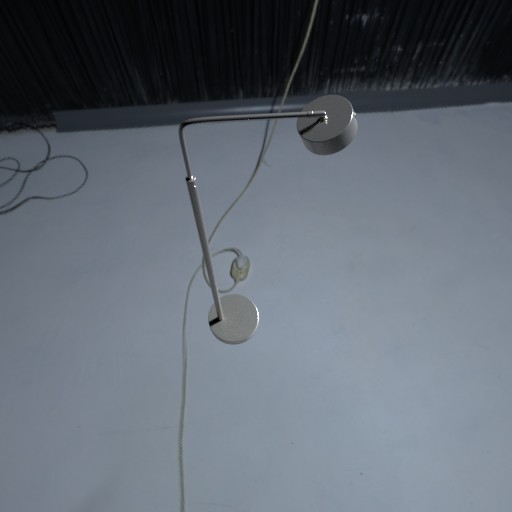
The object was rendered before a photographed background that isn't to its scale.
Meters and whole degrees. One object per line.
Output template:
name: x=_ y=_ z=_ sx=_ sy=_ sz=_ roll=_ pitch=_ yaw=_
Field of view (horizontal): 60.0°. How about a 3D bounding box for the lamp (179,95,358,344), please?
lamp: x=0.000 y=0.000 z=1.436 sx=0.421 sy=1.250 sz=0.222 roll=-3 pitch=63 yaw=-2
